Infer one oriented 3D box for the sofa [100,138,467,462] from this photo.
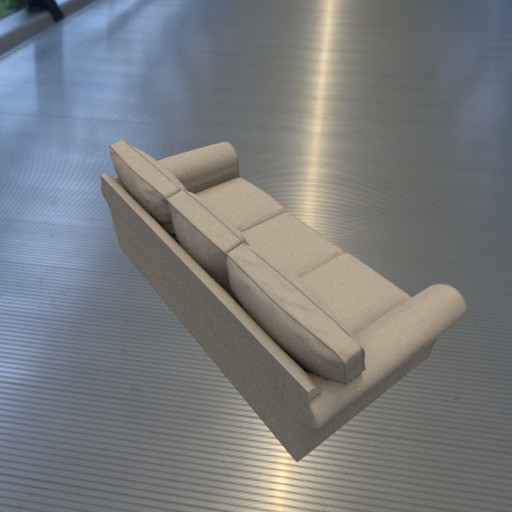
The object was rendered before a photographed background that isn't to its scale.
[{"bbox_3d":[0.000,0.000,2.610,0.998,0.889,2.118,-26,47,-27],"label":"sofa"}]
